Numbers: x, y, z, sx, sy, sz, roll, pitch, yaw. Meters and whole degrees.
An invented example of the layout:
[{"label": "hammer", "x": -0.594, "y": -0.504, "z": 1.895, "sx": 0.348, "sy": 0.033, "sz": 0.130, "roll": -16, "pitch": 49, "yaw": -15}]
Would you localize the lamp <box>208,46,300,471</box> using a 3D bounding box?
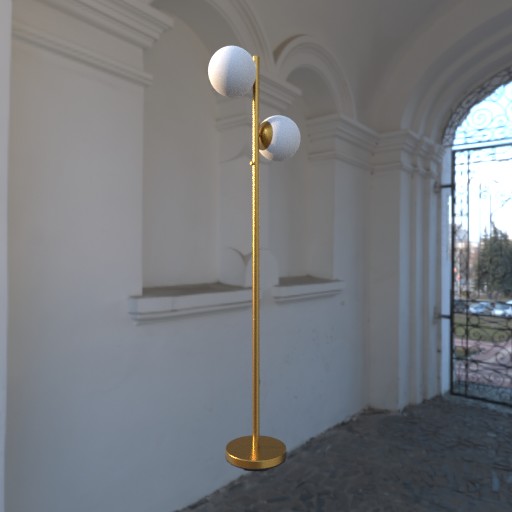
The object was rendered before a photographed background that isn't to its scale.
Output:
[{"label": "lamp", "x": 0.000, "y": 0.000, "z": 1.813, "sx": 0.419, "sy": 1.641, "sz": 0.249, "roll": 0, "pitch": -1, "yaw": -35}]
